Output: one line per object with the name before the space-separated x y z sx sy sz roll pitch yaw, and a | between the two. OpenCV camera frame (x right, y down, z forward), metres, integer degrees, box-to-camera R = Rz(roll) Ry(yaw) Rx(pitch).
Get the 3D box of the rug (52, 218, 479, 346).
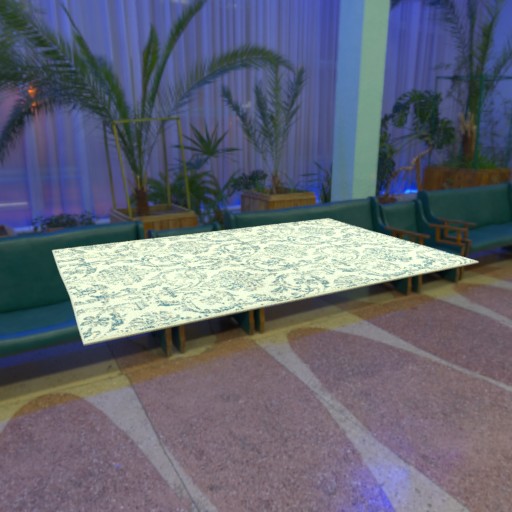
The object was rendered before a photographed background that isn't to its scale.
rug | 0.000 0.000 3.409 2.746 0.018 1.819 -8 18 -27
